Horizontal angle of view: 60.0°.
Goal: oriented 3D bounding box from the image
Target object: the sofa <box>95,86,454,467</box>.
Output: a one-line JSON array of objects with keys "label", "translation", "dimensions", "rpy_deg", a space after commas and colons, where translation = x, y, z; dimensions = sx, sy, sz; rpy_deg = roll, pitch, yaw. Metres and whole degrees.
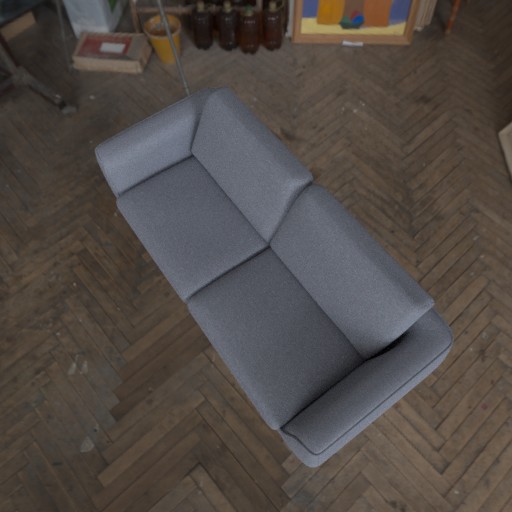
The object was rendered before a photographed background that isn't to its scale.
[{"label": "sofa", "translation": [0.000, 0.000, 2.452], "dimensions": [0.920, 0.870, 2.000], "rpy_deg": [-33, 68, -15]}]
